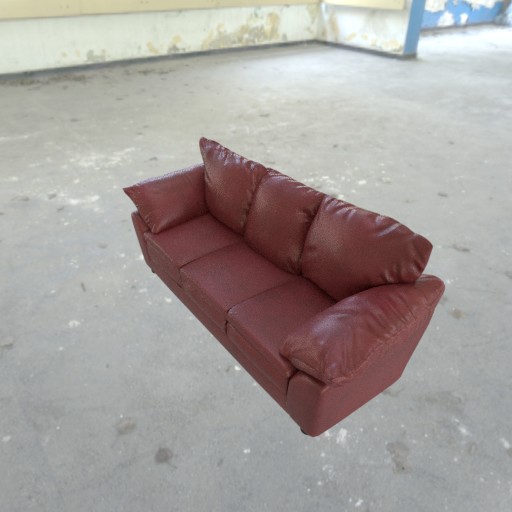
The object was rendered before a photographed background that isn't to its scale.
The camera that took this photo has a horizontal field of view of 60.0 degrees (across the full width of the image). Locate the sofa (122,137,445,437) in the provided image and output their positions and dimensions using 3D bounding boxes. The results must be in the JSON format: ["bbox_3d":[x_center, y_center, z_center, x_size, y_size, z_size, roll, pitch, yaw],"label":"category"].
[{"bbox_3d":[0.000,0.000,2.993,0.907,1.091,2.390,-22,39,-30],"label":"sofa"}]
